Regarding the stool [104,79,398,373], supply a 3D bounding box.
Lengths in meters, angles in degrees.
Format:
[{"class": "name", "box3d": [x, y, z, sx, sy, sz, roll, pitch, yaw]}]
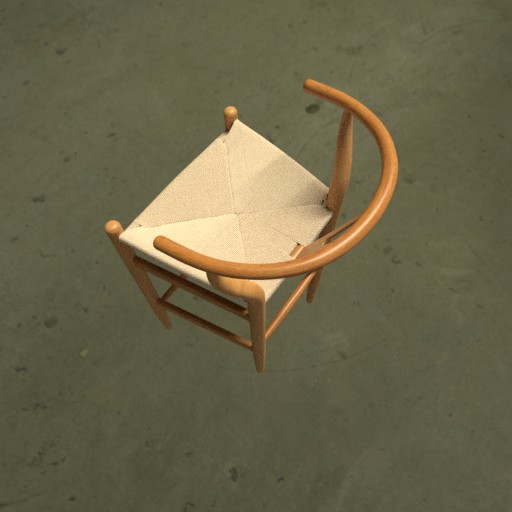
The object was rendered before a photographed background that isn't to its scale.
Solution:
[{"class": "stool", "box3d": [0.000, 0.000, 1.338, 0.579, 0.970, 0.569, 33, 67, 16]}]
